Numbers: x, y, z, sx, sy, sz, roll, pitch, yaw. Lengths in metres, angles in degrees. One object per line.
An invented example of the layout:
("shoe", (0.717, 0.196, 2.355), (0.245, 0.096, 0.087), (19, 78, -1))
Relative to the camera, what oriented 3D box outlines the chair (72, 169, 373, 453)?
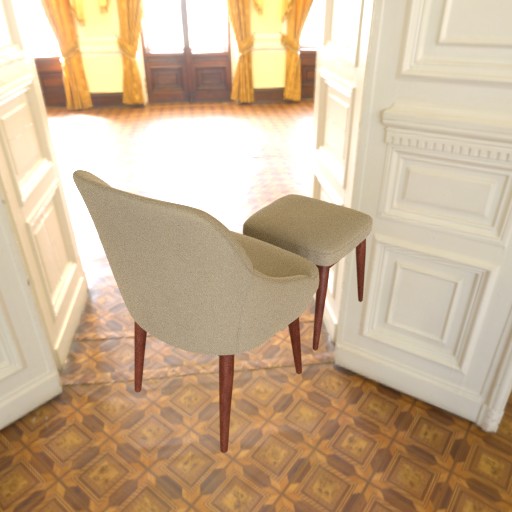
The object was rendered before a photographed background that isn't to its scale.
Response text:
("chair", (0.000, 0.000, 1.570), (0.584, 0.866, 1.114), (21, 36, 31))
